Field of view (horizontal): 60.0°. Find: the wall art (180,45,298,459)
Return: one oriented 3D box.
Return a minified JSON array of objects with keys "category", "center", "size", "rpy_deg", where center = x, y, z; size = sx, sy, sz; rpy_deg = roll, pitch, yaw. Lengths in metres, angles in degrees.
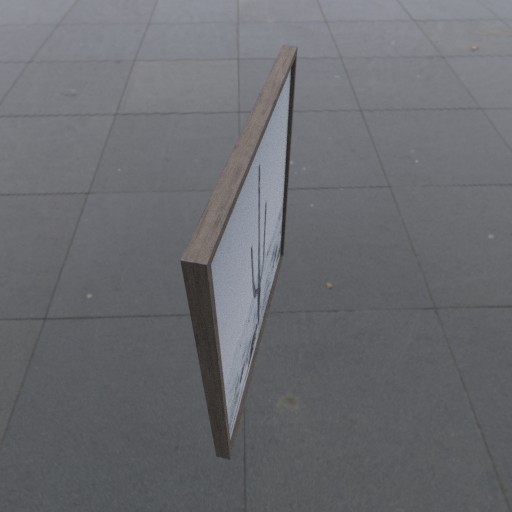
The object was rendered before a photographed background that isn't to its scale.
[{"category":"wall art","center":[0.000,0.000,1.142],"size":[0.038,0.762,0.762],"rpy_deg":[10,47,9]}]
